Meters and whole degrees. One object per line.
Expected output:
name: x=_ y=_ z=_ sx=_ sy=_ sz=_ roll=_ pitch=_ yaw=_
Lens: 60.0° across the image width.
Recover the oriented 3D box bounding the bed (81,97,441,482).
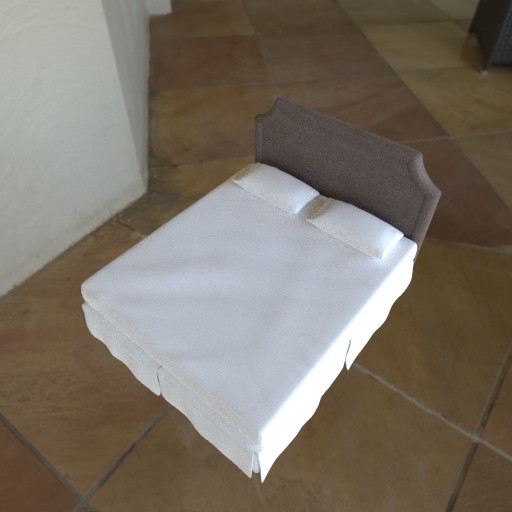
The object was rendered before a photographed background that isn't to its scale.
bed: x=0.000 y=0.000 z=4.214 sx=2.350 sy=1.590 sz=2.773 roll=31 pitch=54 yaw=26
